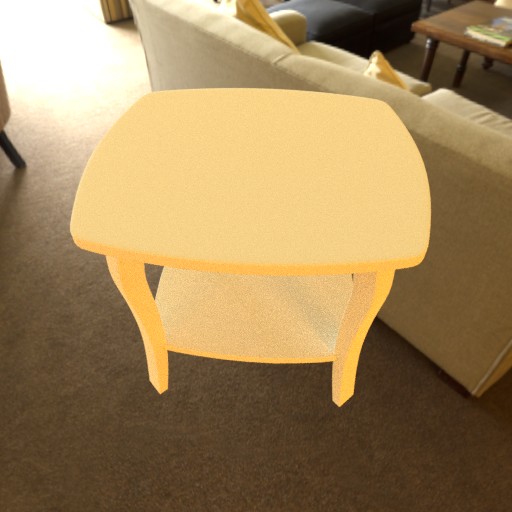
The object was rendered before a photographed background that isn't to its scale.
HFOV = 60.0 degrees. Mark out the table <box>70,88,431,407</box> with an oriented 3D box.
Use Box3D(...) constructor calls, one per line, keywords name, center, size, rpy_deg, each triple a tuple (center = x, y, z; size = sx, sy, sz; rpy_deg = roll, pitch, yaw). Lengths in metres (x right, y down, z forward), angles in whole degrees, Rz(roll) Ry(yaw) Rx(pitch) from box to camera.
Box3D(name="table", center=(0.000, 0.000, 0.830), size=(0.502, 0.438, 0.451), rpy_deg=(3, 46, 3))
